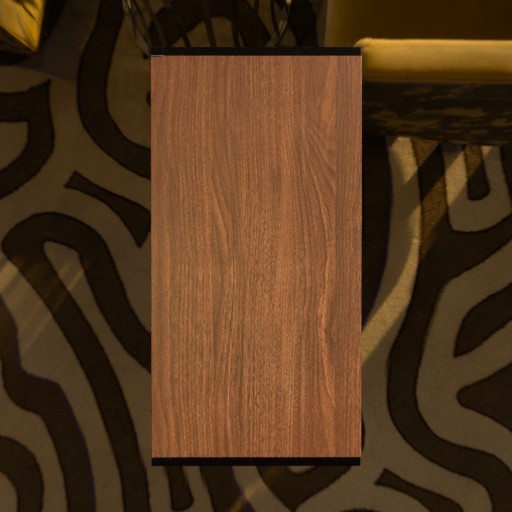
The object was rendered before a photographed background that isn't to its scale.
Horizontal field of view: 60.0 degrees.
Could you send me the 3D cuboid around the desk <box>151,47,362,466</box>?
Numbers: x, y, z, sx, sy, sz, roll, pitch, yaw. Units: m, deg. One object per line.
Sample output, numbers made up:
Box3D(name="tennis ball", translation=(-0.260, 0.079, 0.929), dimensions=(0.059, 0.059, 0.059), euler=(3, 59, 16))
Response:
Box3D(name="desk", translation=(0.000, 0.000, 1.449), dimensions=(0.508, 0.762, 1.016), euler=(0, 90, 0))
